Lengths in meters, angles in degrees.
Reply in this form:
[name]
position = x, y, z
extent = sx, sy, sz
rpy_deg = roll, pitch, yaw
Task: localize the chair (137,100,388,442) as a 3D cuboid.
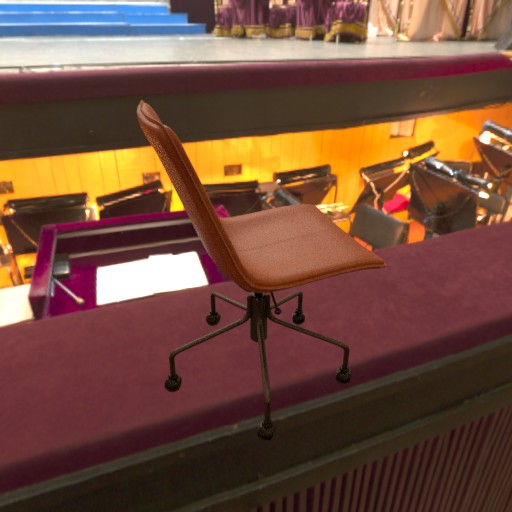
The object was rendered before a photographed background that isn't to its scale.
[chair]
position = 0.000, 0.000, 1.383
extent = 0.660, 0.920, 0.651
rpy_deg = -10, 31, -18
